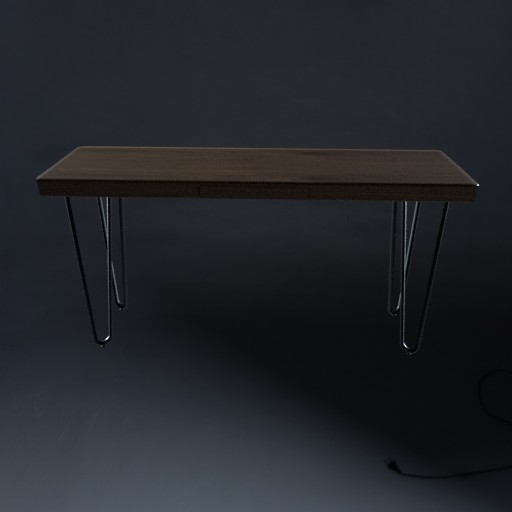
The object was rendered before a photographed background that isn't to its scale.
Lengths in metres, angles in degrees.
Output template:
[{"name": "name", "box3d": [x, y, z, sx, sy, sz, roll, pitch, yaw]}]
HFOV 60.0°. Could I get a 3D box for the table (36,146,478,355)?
[{"name": "table", "box3d": [0.000, 0.000, 1.943, 1.570, 0.834, 0.425, 1, 30, 2]}]
